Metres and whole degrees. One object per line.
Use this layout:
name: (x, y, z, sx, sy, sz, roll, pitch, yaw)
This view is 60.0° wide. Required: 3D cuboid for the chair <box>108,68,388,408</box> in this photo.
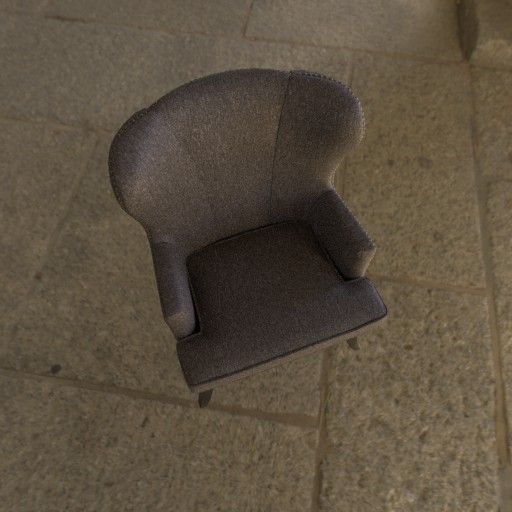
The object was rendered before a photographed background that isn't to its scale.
chair: (0.000, 0.000, 1.625, 0.759, 1.060, 0.758, -18, 64, -9)
